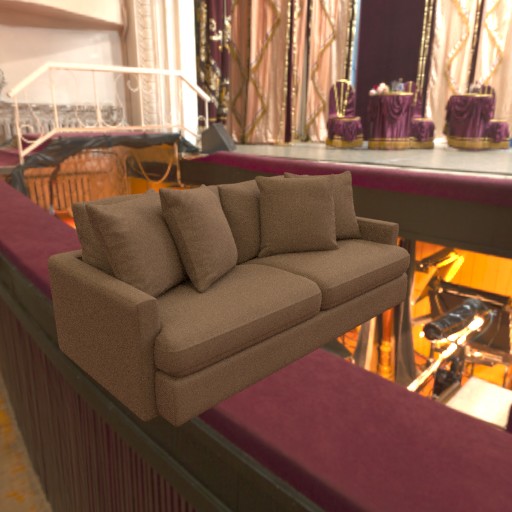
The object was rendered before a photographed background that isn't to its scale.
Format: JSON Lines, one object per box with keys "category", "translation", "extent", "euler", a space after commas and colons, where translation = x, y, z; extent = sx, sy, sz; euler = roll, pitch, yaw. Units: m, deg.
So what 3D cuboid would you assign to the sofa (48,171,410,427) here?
{"category": "sofa", "translation": [0.000, 0.000, 3.082], "extent": [2.380, 1.084, 1.228], "euler": [-16, 23, -42]}
